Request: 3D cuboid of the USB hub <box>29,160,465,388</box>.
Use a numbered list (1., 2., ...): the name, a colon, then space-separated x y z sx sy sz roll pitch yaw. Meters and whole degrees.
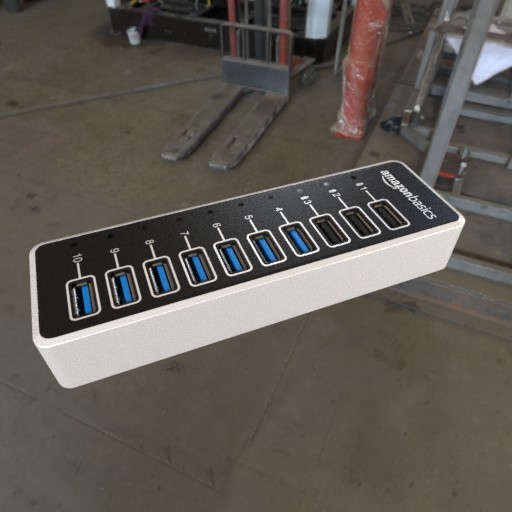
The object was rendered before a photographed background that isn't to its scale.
1. USB hub: 0.000 0.000 0.159 0.145 0.023 0.044 -15 47 -15
